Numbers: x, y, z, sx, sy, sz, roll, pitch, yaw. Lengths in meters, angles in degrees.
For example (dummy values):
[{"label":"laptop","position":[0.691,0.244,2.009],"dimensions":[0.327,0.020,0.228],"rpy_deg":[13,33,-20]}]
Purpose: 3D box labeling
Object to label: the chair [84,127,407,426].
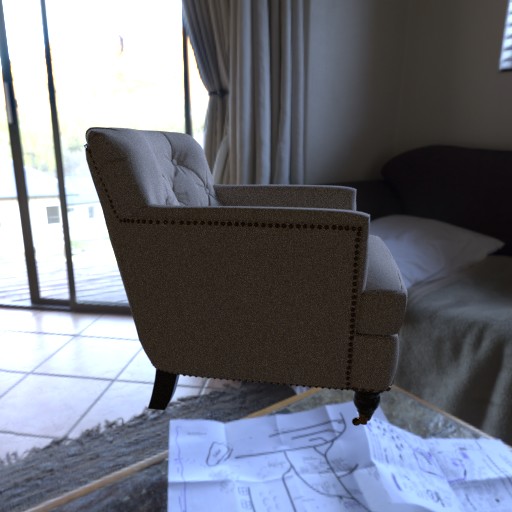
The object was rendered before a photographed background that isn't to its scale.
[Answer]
[{"label":"chair","position":[0.000,0.000,1.490],"dimensions":[0.902,0.823,0.737],"rpy_deg":[2,14,9]}]
